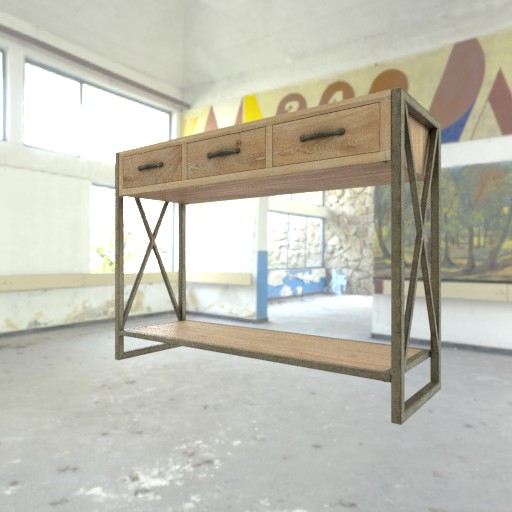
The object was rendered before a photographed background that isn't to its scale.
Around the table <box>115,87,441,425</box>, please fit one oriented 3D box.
[{"bbox_3d":[0.000,0.000,1.445,1.059,0.763,0.361,0,0,37],"label":"table"}]
